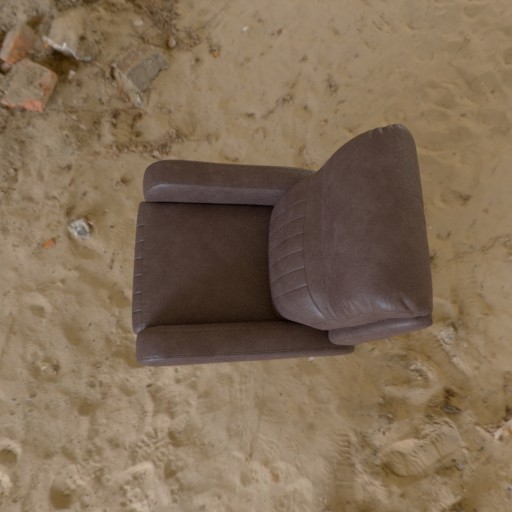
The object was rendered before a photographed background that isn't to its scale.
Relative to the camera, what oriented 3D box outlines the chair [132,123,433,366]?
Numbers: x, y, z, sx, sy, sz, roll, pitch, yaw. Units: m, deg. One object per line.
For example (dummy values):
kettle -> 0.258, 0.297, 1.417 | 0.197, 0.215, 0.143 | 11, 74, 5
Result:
chair -> 0.000, 0.000, 1.819 | 1.067, 1.067, 0.865 | -1, 75, 0
